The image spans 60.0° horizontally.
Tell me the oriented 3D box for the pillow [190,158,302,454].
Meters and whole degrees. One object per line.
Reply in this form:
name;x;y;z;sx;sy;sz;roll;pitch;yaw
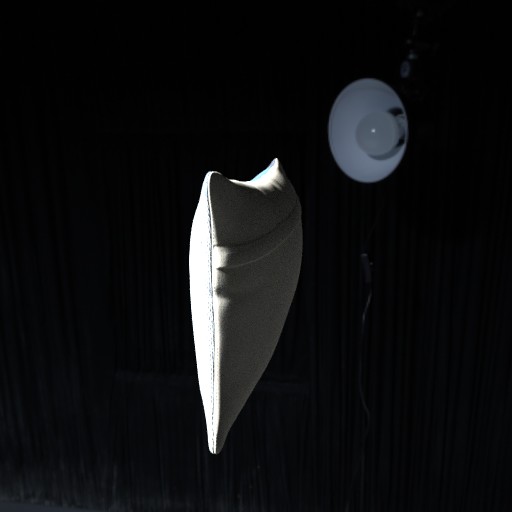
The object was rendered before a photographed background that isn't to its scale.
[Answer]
pillow;0.000;0.000;0.735;0.148;0.307;0.604;2;14;9
